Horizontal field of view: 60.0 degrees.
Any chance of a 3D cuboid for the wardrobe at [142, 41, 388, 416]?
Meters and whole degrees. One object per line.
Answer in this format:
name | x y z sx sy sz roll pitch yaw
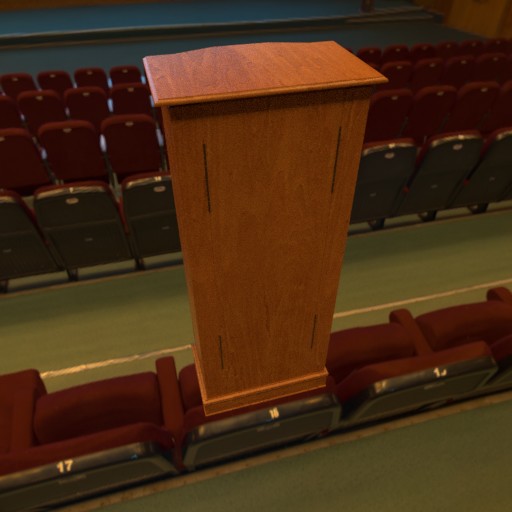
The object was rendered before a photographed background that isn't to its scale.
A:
wardrobe | 0.000 0.000 1.145 0.406 0.959 0.273 -10 42 -12
